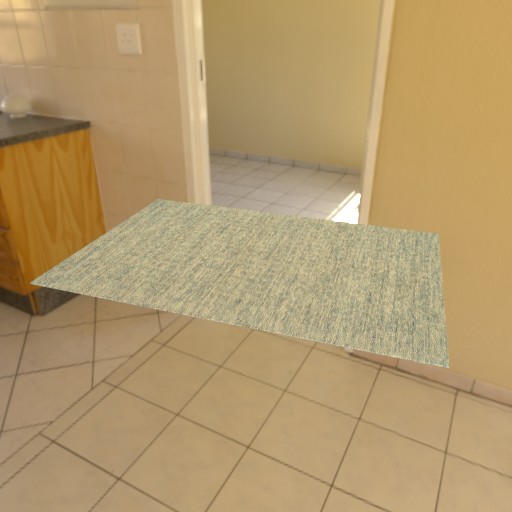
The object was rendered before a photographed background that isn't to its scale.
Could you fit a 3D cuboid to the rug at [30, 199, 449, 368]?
[{"bbox_3d":[0.000,0.000,2.222,1.752,0.006,1.142,9,29,16],"label":"rug"}]
